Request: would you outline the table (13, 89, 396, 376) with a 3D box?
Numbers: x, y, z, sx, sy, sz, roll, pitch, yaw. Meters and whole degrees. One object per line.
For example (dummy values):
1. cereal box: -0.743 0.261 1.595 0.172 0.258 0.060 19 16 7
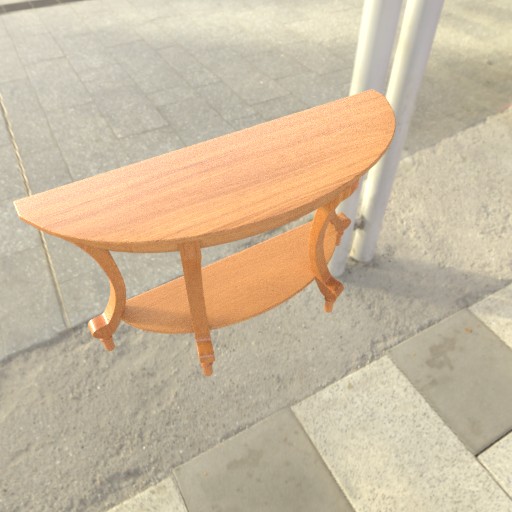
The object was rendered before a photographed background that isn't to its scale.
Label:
1. table: 0.000 0.000 1.467 1.198 0.692 0.394 -24 51 -21
